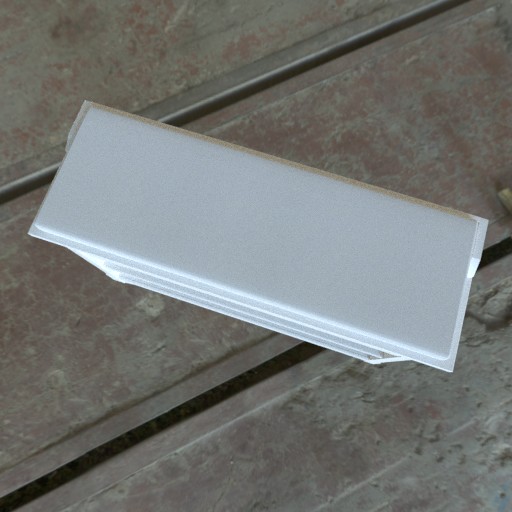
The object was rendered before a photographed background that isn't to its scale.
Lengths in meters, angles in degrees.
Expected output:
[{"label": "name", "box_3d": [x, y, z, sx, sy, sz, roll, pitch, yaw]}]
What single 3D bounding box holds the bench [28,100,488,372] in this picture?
[{"label": "bench", "box_3d": [0.000, 0.000, 1.255, 0.987, 0.589, 0.346, 18, 76, 5]}]
